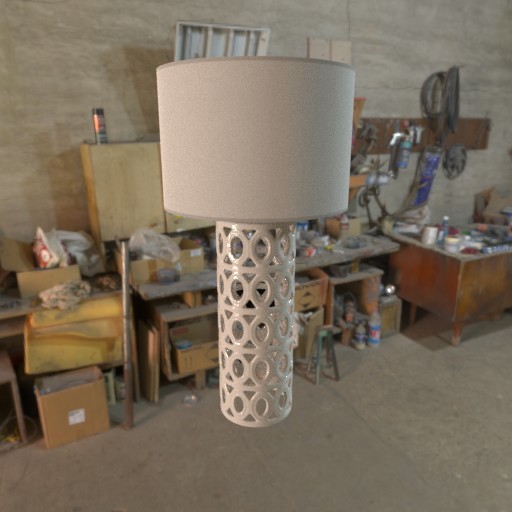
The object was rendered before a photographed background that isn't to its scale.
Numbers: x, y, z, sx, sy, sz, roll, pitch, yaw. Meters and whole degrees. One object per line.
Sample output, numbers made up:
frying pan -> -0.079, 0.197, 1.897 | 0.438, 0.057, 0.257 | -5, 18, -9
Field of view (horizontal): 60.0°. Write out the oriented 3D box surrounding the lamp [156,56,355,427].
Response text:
lamp -> 0.000, 0.000, 0.825 | 0.324, 0.636, 0.325 | 8, 17, 26
